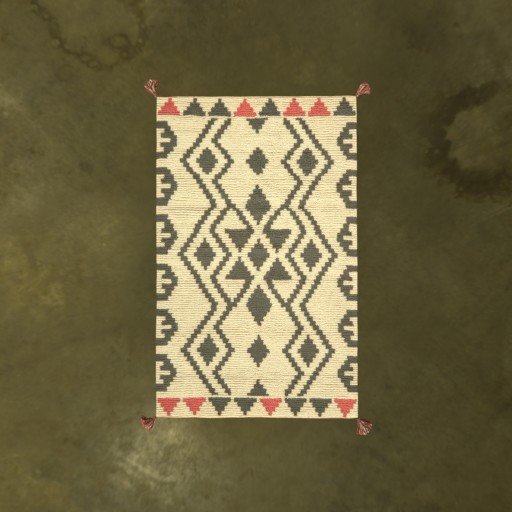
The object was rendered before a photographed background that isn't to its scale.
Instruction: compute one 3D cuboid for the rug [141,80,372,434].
[{"bbox_3d":[0.000,0.000,3.337,1.741,0.066,2.672,0,89,1],"label":"rug"}]
